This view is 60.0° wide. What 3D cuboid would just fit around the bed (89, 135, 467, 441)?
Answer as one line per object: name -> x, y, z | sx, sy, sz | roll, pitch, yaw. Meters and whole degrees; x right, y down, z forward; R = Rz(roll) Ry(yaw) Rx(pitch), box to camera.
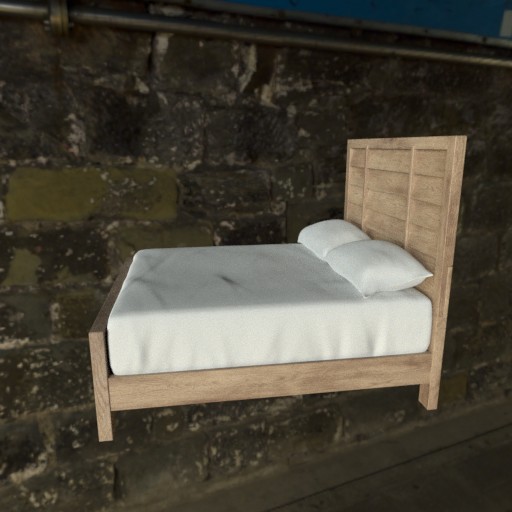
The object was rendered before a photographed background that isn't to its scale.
bed -> 0.000, 0.000, 3.163 | 2.017, 1.631, 1.615 | -2, 14, -9
